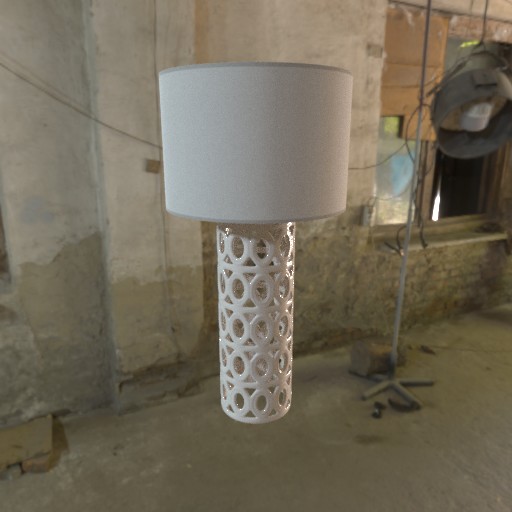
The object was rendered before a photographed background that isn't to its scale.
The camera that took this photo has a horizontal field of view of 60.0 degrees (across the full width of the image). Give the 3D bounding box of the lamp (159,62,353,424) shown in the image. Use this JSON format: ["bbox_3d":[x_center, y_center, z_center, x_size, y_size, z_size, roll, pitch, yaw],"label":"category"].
[{"bbox_3d":[0.000,0.000,0.842,0.324,0.636,0.325,8,17,25],"label":"lamp"}]
